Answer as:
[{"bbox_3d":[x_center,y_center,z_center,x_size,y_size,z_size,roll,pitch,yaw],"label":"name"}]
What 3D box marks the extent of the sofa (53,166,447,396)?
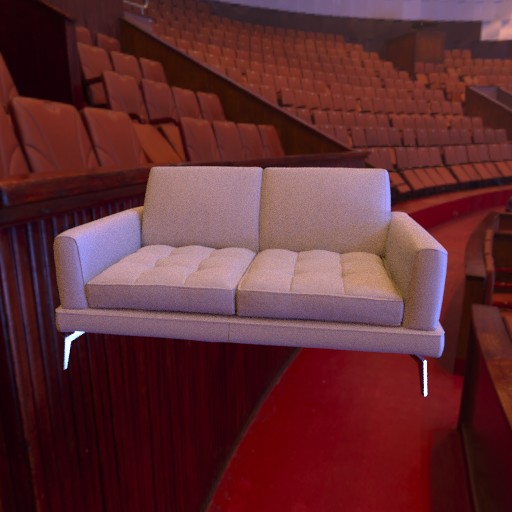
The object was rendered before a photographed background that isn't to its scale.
[{"bbox_3d":[0.000,0.000,2.453,1.819,0.930,1.121,2,15,8],"label":"sofa"}]
